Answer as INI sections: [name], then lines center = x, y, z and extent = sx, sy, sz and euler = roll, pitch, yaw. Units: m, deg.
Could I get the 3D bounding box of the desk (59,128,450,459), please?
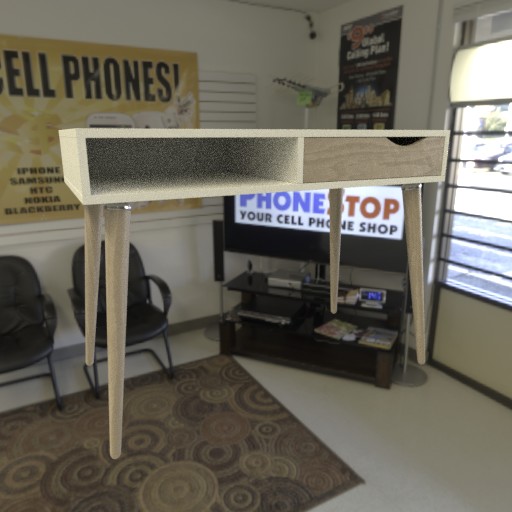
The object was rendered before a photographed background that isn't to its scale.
[desk]
center = 0.000, 0.000, 1.324
extent = 0.979, 0.723, 0.491
euler = -8, 17, -26
